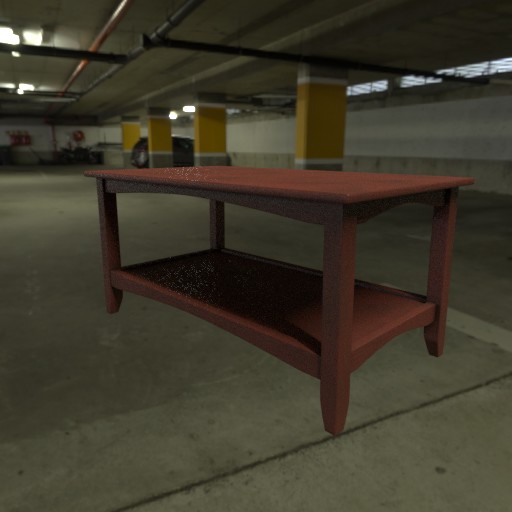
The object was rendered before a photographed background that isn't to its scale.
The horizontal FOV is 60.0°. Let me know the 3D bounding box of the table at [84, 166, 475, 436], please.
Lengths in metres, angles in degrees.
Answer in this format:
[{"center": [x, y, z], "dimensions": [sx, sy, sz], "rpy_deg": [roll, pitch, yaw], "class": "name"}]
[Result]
[{"center": [0.000, 0.000, 1.251], "dimensions": [0.533, 0.456, 0.943], "rpy_deg": [-13, 19, -43], "class": "table"}]
